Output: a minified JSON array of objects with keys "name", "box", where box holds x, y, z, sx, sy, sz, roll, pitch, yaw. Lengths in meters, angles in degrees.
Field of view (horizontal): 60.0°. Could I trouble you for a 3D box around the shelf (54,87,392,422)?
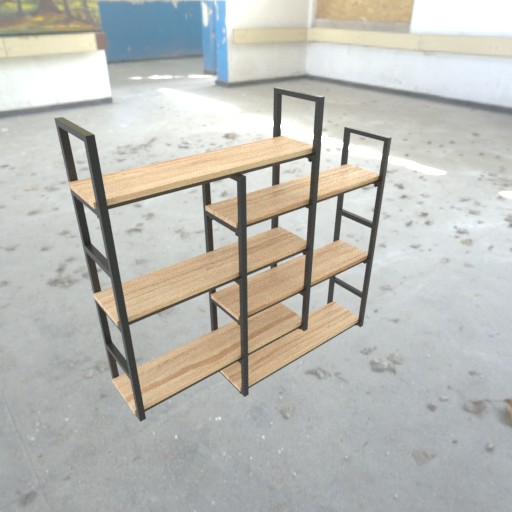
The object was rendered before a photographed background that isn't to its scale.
[{"name":"shelf","box":[0.000,0.000,1.351,0.946,0.921,0.183,-22,36,-33]}]
